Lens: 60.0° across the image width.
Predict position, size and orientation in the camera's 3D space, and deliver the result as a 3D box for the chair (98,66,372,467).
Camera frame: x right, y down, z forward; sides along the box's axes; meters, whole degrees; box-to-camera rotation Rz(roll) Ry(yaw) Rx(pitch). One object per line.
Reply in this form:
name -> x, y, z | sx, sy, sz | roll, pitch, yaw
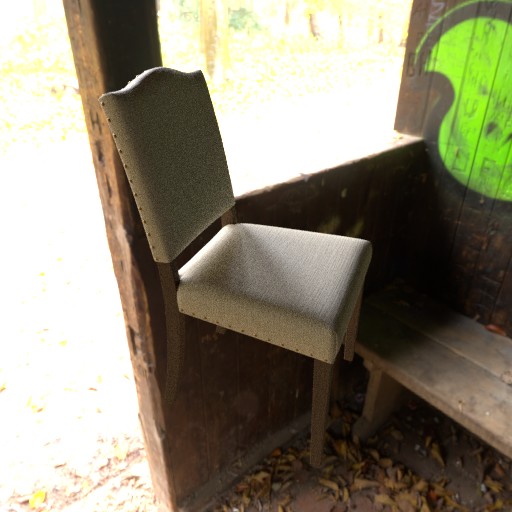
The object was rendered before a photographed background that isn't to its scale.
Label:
chair -> 0.000, 0.000, 1.319 | 0.619, 1.015, 0.508 | 11, 32, 19
